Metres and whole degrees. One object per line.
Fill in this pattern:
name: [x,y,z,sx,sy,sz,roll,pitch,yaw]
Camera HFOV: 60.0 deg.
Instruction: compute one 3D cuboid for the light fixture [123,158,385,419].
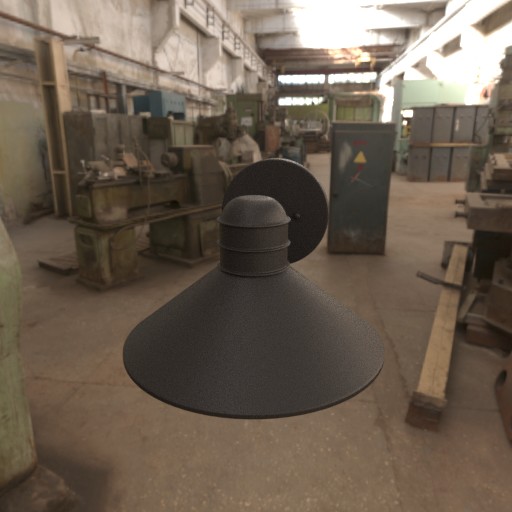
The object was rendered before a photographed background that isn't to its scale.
light fixture: [0.000,0.000,0.679,0.396,0.265,0.434,3,17,10]
